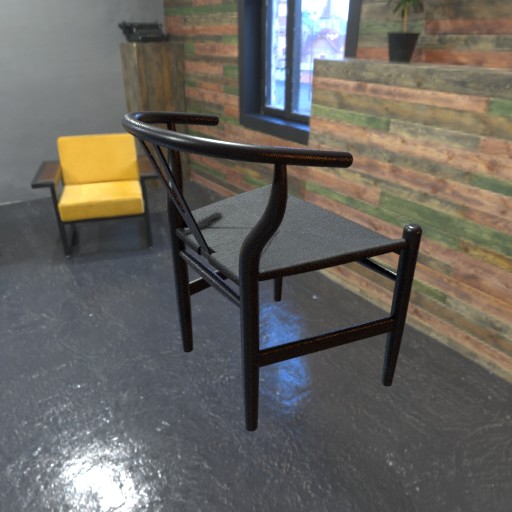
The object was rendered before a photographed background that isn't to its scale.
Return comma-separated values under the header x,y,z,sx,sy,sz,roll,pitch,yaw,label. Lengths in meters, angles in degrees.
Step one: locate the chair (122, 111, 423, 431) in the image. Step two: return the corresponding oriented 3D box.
x,y,z,sx,sy,sz,roll,pitch,yaw,label
0.000,0.000,1.152,0.579,0.730,0.569,-16,31,-29,chair
